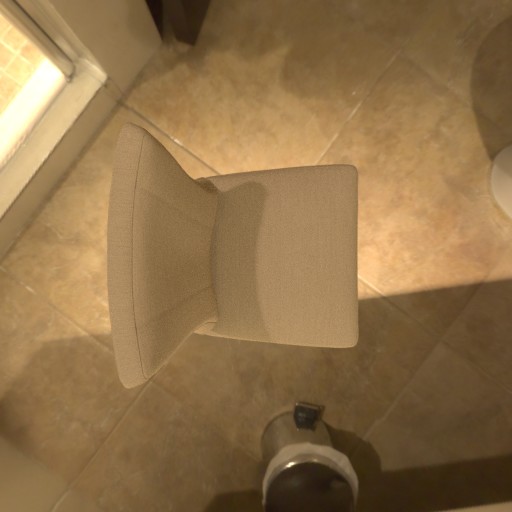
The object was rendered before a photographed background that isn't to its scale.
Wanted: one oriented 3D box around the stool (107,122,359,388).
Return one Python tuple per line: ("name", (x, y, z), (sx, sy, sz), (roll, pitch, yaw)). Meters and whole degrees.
("stool", (0.000, 0.000, 1.323), (0.574, 1.000, 0.514), (0, 90, 0))
